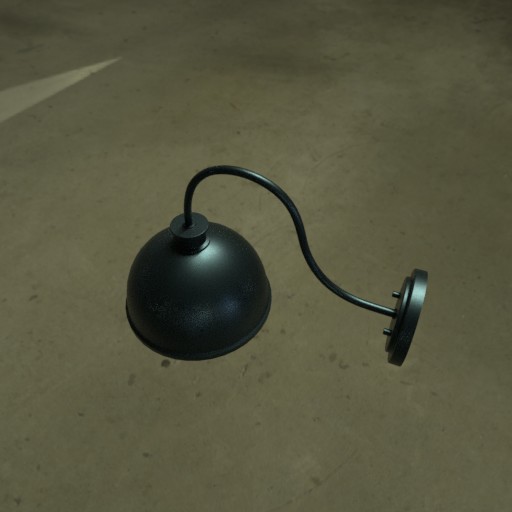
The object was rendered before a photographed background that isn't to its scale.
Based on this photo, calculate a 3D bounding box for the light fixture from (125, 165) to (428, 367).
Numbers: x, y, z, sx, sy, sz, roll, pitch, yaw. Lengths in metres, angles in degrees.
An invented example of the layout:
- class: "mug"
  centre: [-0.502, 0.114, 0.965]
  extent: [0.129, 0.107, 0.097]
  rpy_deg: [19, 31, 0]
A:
- class: "light fixture"
  centre: [0.000, 0.000, 0.648]
  extent: [0.467, 0.295, 0.253]
  rpy_deg: [16, 48, 15]
